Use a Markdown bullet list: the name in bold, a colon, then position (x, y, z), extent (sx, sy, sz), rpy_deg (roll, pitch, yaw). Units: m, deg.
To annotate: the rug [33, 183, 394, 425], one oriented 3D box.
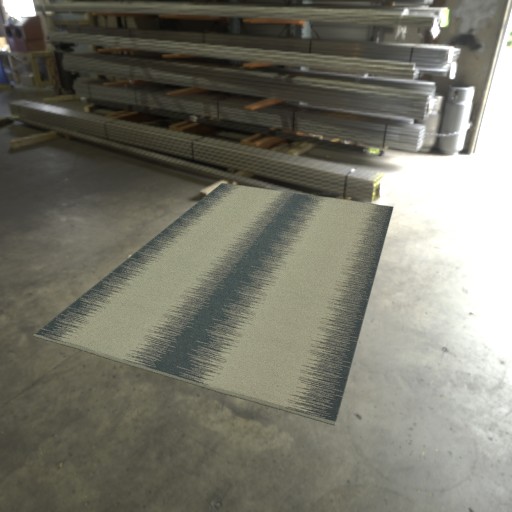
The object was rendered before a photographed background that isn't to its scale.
- **rug**: position (0.000, 0.000, 2.345), extent (1.234, 0.006, 1.854), rpy_deg (11, 32, 18)
